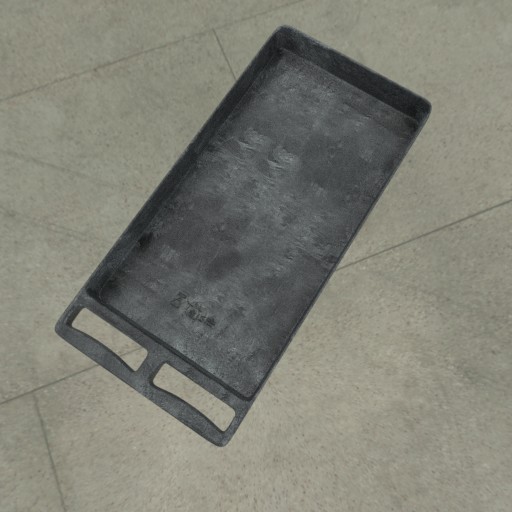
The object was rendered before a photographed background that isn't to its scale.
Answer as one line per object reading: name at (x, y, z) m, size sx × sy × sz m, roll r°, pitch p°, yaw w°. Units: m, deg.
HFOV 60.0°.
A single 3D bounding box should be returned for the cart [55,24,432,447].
cart at (0.000, 0.000, 1.348) m, size 0.420 × 0.824 × 0.877 m, roll 32°, pitch 78°, yaw 7°
